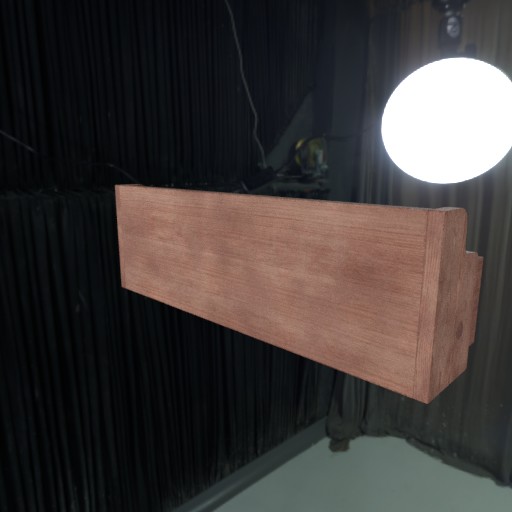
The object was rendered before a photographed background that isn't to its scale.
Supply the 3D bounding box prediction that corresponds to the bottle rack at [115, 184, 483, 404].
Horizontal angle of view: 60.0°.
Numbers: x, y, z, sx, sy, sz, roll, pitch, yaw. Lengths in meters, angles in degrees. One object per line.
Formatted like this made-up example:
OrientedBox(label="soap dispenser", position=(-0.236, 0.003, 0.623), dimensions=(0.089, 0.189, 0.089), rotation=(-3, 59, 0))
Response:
OrientedBox(label="bottle rack", position=(0.000, 0.000, 0.680), dimensions=(0.608, 0.196, 0.126), rotation=(12, 17, 43))
